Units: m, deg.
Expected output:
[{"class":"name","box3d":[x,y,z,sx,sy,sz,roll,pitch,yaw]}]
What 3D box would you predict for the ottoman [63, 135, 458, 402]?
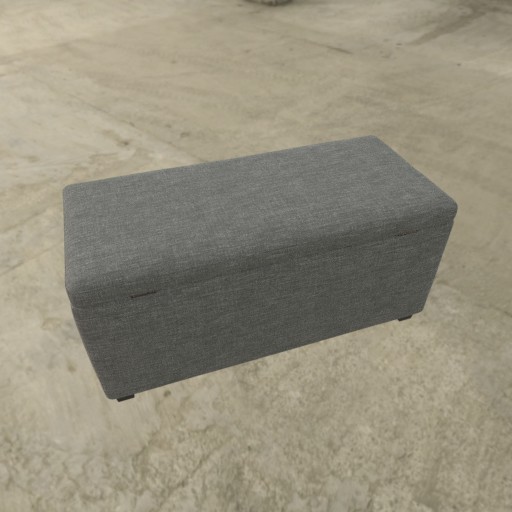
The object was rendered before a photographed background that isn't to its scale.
[{"class":"ottoman","box3d":[0.000,0.000,1.187,0.902,0.432,0.419,-13,42,-14]}]
